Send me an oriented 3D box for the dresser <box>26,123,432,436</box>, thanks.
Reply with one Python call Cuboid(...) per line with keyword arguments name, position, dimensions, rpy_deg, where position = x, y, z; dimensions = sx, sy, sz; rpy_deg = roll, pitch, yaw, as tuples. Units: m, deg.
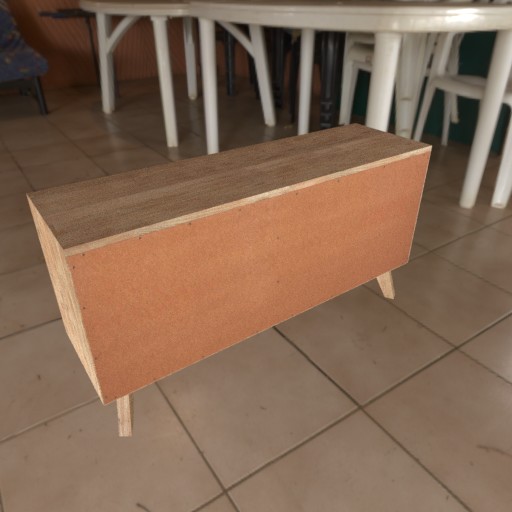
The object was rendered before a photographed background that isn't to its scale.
Cuboid(name="dresser", position=(0.000, 0.000, 1.910), dimensions=(1.554, 0.805, 0.455), rpy_deg=(-20, 37, -30))
